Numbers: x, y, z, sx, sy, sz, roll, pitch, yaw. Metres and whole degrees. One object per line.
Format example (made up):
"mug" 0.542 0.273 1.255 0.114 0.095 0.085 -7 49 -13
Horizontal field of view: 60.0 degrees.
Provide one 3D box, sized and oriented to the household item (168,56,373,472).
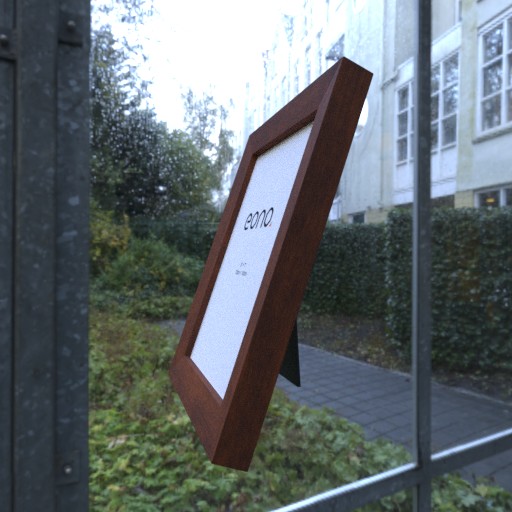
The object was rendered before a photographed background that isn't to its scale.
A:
"household item" 0.000 0.000 0.295 0.096 0.204 0.160 0 0 -18
